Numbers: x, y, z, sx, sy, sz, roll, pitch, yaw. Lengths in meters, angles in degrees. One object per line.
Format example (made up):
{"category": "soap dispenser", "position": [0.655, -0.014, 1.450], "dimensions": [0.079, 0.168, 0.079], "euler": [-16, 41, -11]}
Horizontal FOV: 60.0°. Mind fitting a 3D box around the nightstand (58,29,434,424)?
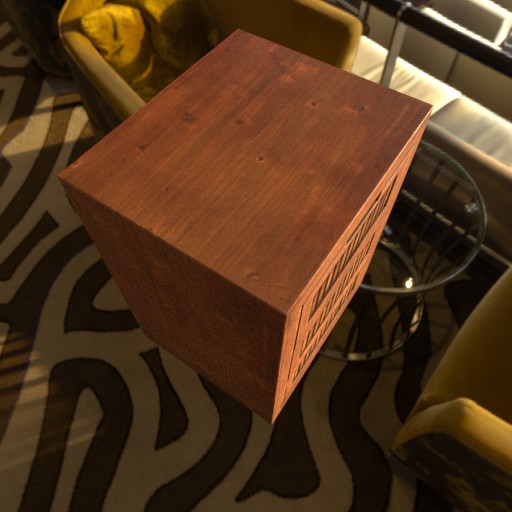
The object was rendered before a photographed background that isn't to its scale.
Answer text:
{"category": "nightstand", "position": [0.000, 0.000, 0.993], "dimensions": [0.410, 0.695, 0.465], "euler": [30, 62, 18]}
